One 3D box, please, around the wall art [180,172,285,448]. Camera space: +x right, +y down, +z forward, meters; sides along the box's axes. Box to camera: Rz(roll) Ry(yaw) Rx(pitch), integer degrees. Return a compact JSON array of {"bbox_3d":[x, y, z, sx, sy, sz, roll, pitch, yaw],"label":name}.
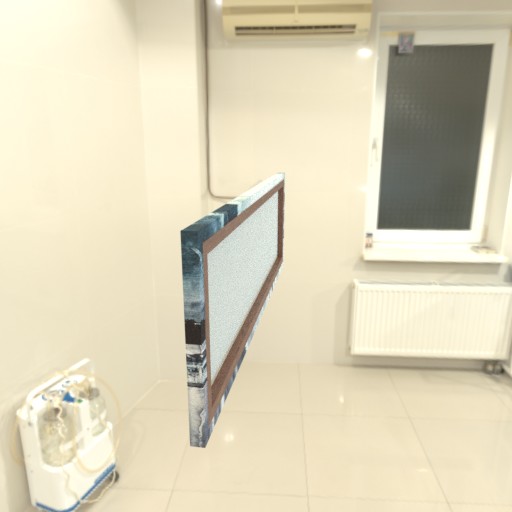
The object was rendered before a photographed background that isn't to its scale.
[{"bbox_3d":[0.000,0.000,1.678,0.037,0.509,1.524,3,15,10],"label":"wall art"}]
